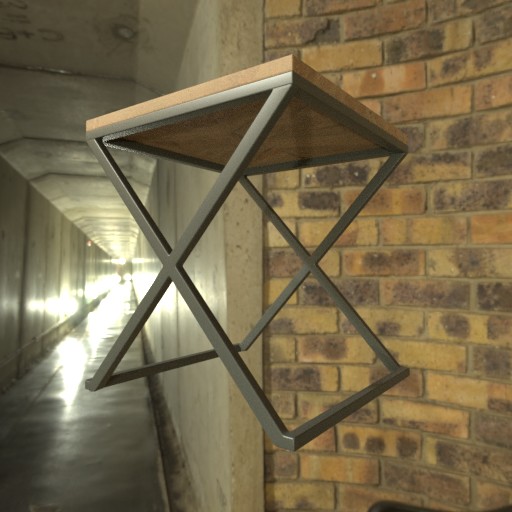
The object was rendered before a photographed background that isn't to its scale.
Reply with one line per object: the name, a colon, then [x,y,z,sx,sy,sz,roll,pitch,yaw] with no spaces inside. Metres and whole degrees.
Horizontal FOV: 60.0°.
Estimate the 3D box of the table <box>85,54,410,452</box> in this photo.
table: [0.000,0.000,0.952,0.498,0.550,0.499,0,-1,36]
